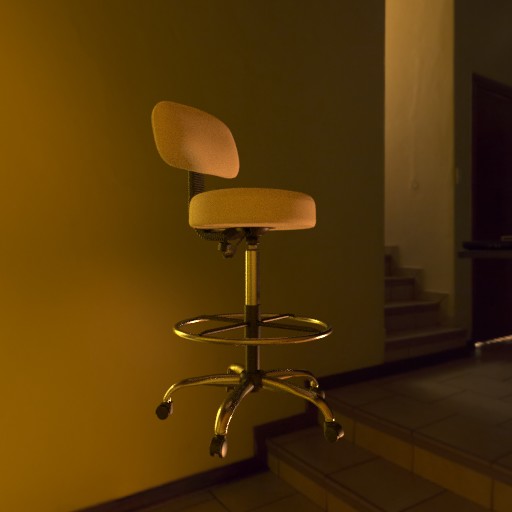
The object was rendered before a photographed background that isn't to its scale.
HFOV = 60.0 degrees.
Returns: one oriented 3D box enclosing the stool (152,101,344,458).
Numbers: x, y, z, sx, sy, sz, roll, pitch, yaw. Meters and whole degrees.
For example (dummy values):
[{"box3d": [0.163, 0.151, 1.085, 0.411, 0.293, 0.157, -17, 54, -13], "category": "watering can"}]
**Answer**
[{"box3d": [0.000, 0.000, 1.462, 0.616, 1.080, 0.609, 0, 1, 37], "category": "stool"}]
